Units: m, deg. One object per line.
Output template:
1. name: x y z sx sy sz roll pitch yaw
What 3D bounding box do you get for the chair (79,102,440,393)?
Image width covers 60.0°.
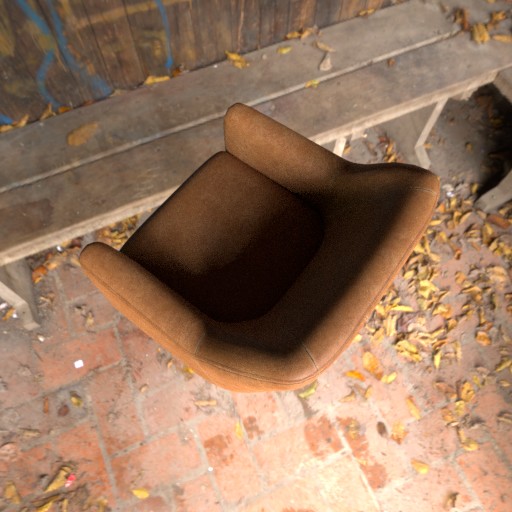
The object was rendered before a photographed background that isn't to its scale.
1. chair: 0.000 0.000 1.888 1.034 0.980 1.037 34 69 15
